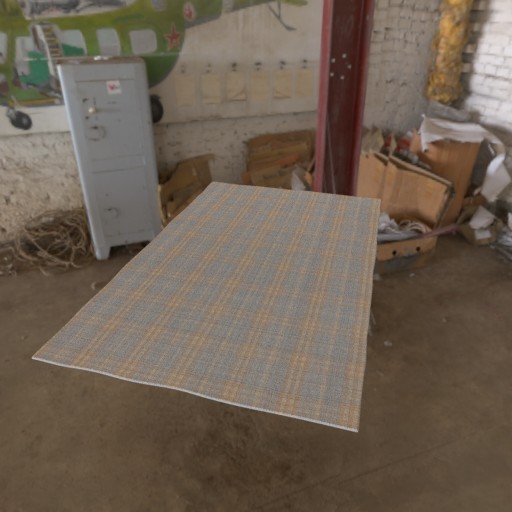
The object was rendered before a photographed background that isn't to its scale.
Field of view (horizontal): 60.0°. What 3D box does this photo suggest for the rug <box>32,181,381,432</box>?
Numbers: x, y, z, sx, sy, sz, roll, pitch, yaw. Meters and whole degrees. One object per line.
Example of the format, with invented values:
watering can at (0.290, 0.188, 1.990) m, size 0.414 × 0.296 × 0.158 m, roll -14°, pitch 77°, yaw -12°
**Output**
rug at (0.000, 0.000, 2.957) m, size 1.545 × 0.016 × 2.460 m, roll 8°, pitch 31°, yaw 14°
